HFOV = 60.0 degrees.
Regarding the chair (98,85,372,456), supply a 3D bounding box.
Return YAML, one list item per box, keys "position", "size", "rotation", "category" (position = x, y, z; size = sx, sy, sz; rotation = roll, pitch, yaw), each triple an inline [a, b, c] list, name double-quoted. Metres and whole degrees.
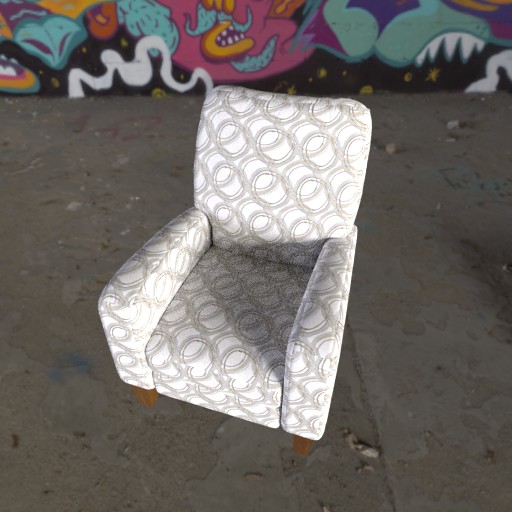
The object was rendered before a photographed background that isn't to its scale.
- position: [0.000, 0.000, 1.748]
  size: [0.796, 1.065, 0.995]
  rotation: [12, 42, 14]
  category: "chair"
